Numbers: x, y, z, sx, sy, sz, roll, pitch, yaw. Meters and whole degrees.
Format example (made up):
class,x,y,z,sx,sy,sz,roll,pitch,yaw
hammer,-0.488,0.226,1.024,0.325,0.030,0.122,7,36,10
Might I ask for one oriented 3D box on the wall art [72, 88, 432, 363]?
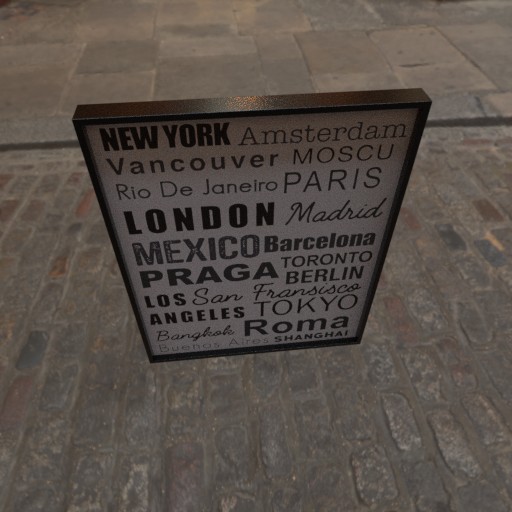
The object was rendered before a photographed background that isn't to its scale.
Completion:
class,x,y,z,sx,sy,sz,roll,pitch,yaw
wall art,0.000,0.000,0.756,0.448,0.551,0.038,-4,46,-4
